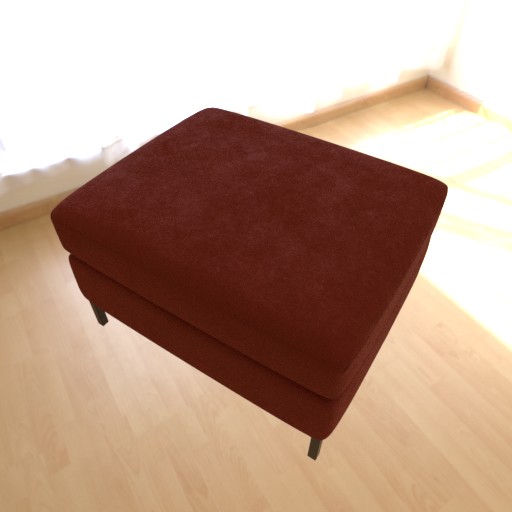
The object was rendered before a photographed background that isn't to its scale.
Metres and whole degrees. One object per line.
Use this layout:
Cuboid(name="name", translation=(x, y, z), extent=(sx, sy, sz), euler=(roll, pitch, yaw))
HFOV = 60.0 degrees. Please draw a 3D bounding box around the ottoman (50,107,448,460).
Cuboid(name="ottoman", translation=(0.000, 0.000, 1.208), extent=(0.782, 0.462, 0.650), euler=(25, 50, 22))
